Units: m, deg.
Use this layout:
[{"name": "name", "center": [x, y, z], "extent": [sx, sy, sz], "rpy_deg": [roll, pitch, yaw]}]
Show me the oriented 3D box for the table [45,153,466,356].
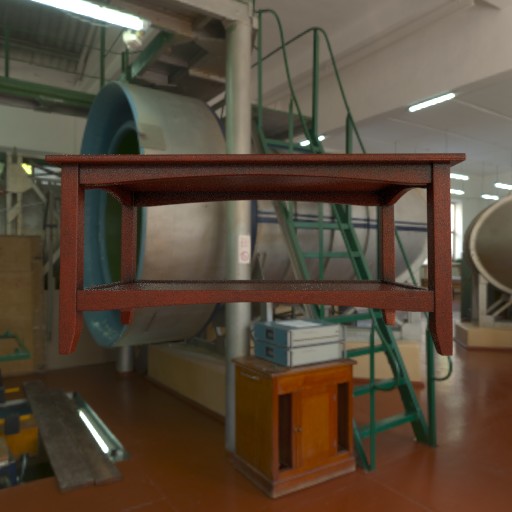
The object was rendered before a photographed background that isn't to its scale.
[{"name": "table", "center": [0.000, 0.000, 1.256], "extent": [0.943, 0.456, 0.533], "rpy_deg": [0, 0, 1]}]
